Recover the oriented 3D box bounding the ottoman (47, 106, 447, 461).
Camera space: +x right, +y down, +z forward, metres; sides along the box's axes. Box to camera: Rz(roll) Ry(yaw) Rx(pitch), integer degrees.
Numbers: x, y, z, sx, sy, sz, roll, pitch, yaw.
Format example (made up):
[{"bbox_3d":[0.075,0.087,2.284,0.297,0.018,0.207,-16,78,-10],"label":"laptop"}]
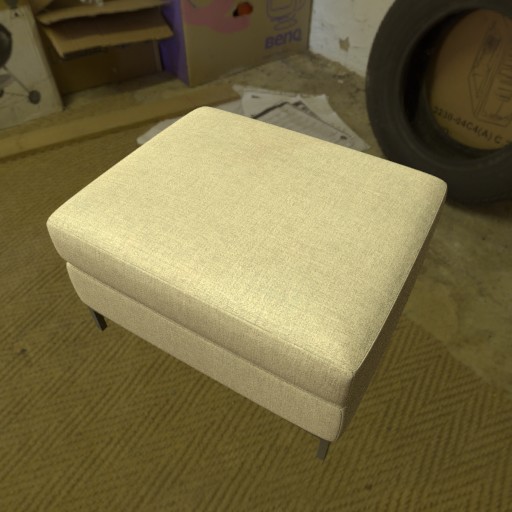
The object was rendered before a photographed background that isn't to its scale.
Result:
[{"bbox_3d":[0.000,0.000,1.233,0.820,0.490,0.671,23,51,21],"label":"ottoman"}]
